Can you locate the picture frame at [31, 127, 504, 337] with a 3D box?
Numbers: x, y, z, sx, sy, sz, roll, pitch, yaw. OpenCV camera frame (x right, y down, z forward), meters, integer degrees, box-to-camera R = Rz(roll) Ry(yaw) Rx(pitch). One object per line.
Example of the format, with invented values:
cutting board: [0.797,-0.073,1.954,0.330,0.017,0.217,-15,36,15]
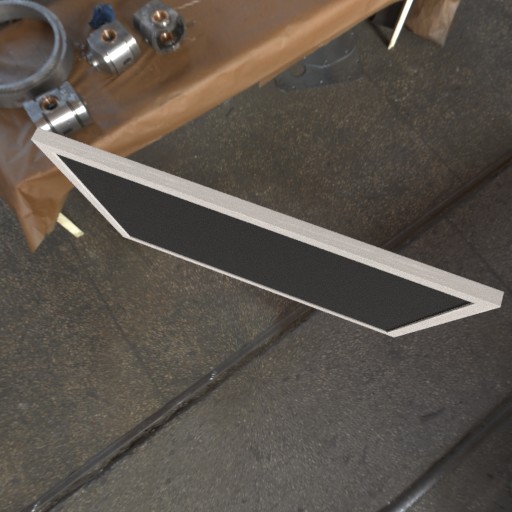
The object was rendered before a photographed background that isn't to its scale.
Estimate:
picture frame: [0.000,0.000,1.152,0.950,0.640,0.029,20,76,5]
